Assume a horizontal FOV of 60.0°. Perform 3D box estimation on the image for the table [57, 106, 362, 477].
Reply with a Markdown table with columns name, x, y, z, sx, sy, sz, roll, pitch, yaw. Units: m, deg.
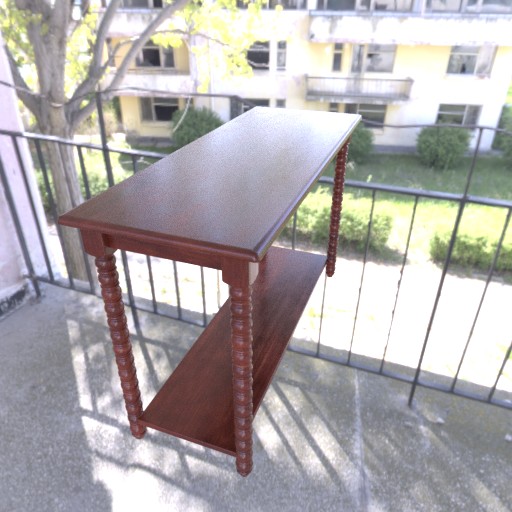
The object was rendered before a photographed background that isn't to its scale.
| name | x | y | z | sx | sy | sz | roll | pitch | yaw |
| --- | --- | --- | --- | --- | --- | --- | --- | --- | --- |
| table | 0.000 | 0.000 | 1.522 | 0.459 | 0.740 | 1.184 | 11 | 32 | 18 |
